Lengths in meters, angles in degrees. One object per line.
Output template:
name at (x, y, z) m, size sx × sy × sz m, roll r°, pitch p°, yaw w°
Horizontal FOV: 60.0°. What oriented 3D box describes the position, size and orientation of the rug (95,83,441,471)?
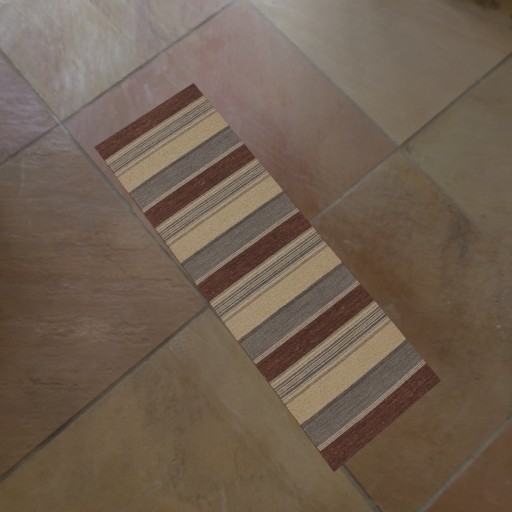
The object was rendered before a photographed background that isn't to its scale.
rug at (0.000, 0.000, 2.705) m, size 0.792 × 0.006 × 2.437 m, roll -36°, pitch 79°, yaw -9°
